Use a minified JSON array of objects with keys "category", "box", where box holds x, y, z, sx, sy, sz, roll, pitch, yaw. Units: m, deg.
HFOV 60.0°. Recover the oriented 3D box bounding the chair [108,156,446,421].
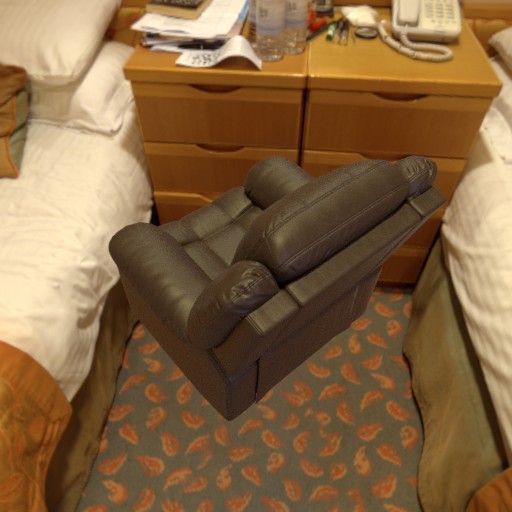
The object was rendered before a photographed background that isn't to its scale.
[{"category":"chair","box":[0.000,0.000,1.709,0.899,1.009,0.934,-32,54,-27]}]
